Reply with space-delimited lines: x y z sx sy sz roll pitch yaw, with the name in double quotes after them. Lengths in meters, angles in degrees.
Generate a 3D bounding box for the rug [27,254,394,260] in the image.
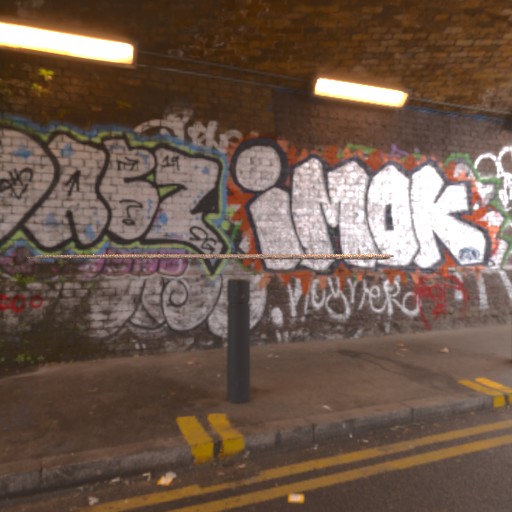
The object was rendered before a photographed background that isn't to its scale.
0.000 0.000 4.892 2.892 0.036 3.585 0 0 18 "rug"
